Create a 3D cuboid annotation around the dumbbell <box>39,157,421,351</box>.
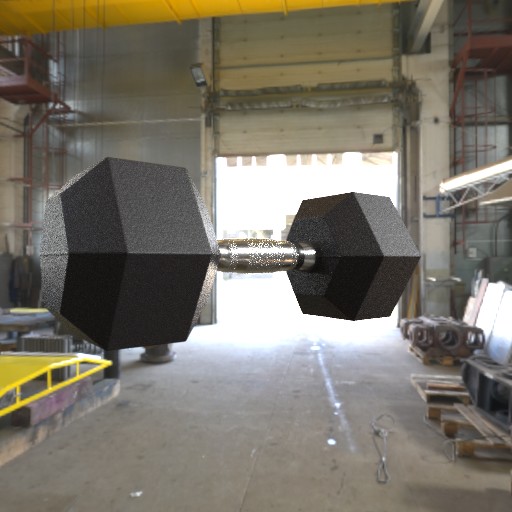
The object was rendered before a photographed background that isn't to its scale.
[{"bbox_3d":[0.000,0.000,0.395,0.337,0.123,0.142,1,-1,-37],"label":"dumbbell"}]
